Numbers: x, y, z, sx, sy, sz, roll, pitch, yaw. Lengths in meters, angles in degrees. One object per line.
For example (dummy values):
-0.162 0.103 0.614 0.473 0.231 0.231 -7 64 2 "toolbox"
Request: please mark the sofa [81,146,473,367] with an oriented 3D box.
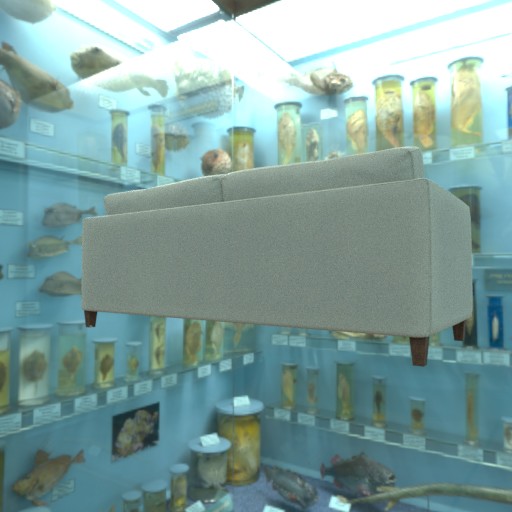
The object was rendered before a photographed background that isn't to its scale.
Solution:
0.000 0.000 2.802 2.361 0.968 0.951 -2 -3 35 "sofa"
